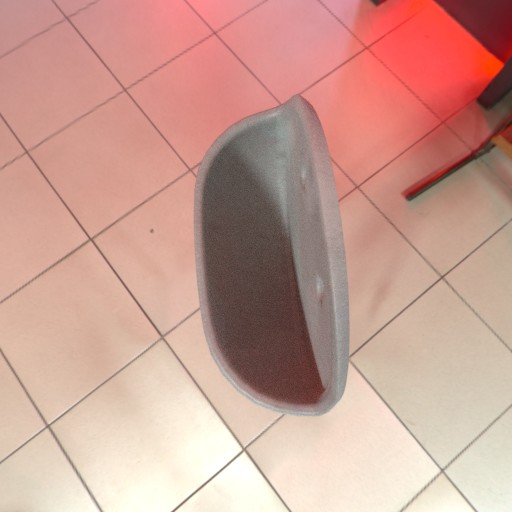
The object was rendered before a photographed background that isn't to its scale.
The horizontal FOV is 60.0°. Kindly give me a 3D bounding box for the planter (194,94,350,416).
[{"bbox_3d":[0.000,0.000,0.270,0.073,0.164,0.190,-5,74,-2],"label":"planter"}]
